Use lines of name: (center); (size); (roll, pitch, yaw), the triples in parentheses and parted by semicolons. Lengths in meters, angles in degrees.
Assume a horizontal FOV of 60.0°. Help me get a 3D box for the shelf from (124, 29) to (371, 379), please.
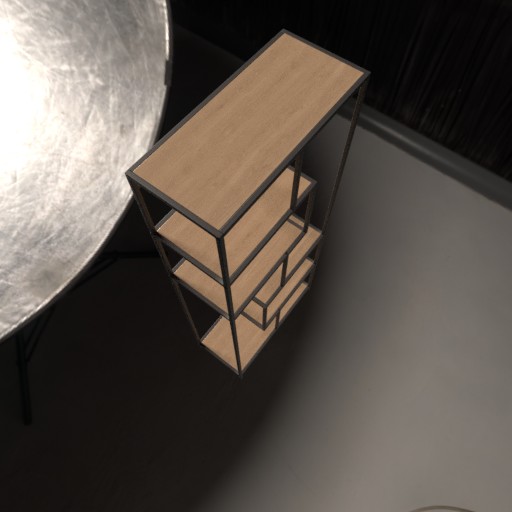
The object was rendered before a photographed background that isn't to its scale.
shelf: (0.000, 0.000, 2.166); (0.350, 1.850, 0.770); (34, 68, 16)
